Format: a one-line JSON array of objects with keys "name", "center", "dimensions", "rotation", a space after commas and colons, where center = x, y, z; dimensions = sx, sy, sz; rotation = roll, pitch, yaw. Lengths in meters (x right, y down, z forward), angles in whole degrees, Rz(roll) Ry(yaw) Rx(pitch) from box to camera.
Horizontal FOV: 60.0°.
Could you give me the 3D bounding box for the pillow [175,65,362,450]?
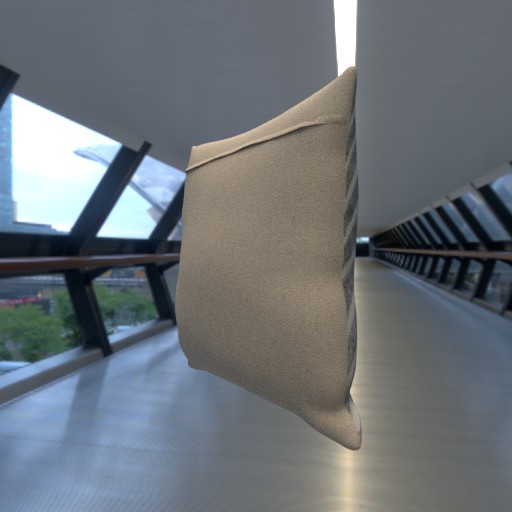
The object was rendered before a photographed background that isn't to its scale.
[{"name": "pillow", "center": [0.000, 0.000, 0.683], "dimensions": [0.182, 0.441, 0.440], "rotation": [0, 0, -34]}]
